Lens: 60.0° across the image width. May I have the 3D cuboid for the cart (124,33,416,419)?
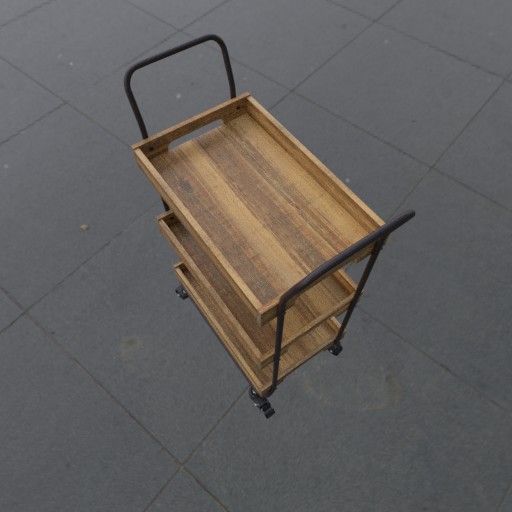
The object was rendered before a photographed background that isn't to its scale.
[{"bbox_3d":[0.000,0.000,1.140,0.339,0.857,0.583,-31,63,-18],"label":"cart"}]
